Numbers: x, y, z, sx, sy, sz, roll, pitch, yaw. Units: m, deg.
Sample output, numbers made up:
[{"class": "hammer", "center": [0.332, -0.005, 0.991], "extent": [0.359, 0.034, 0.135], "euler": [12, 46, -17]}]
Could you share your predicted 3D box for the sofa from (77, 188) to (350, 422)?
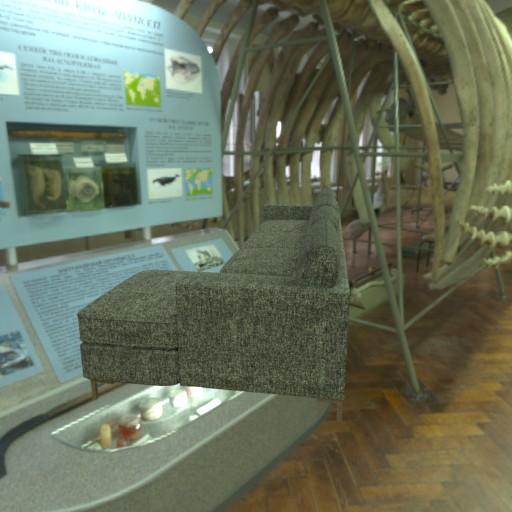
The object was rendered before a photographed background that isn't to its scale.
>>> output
[{"class": "sofa", "center": [0.000, 0.000, 3.944], "extent": [1.488, 0.970, 3.384], "euler": [2, 14, 9]}]
